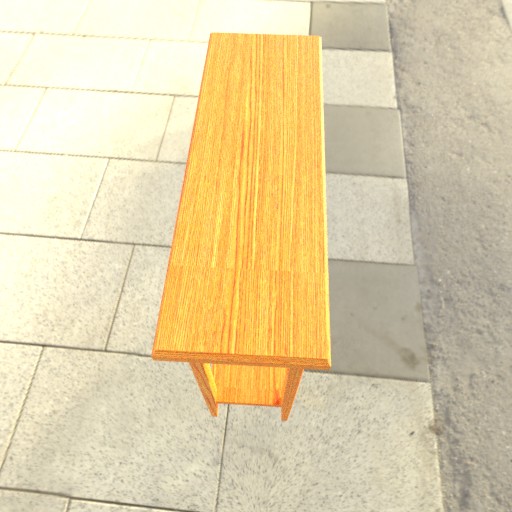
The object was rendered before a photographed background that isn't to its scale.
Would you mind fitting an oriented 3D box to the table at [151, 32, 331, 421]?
[{"bbox_3d":[0.000,0.000,1.117,0.254,0.711,0.762,3,59,2],"label":"table"}]
